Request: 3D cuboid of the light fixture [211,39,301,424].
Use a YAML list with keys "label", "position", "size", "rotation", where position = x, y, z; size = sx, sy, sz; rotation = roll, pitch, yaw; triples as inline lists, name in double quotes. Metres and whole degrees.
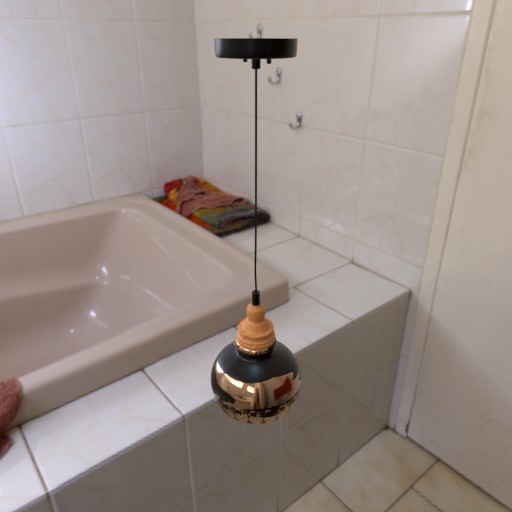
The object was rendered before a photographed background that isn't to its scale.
- label: "light fixture"
  position: [0.000, 0.000, 1.824]
  size: [0.430, 1.606, 0.430]
  rotation: [-18, 32, -32]
